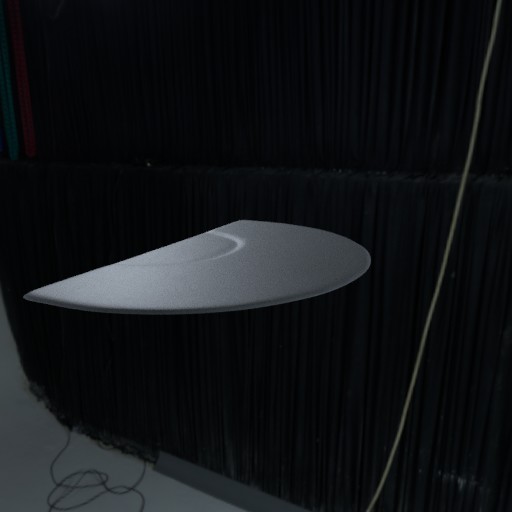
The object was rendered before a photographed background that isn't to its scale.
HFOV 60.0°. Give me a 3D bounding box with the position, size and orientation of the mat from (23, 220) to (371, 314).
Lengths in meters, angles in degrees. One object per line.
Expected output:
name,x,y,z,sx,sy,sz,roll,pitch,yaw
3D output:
mat,0.000,0.000,1.845,0.917,0.016,1.525,7,16,24
